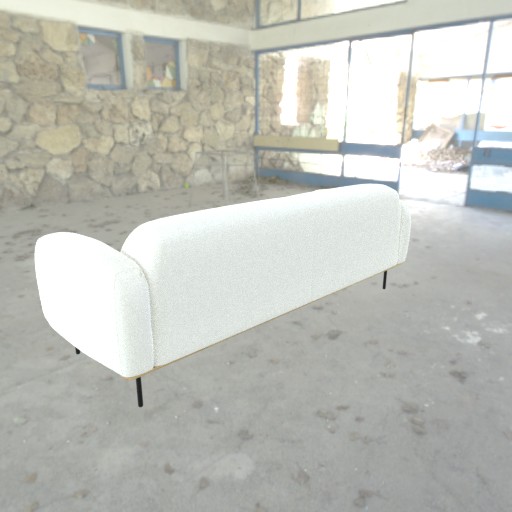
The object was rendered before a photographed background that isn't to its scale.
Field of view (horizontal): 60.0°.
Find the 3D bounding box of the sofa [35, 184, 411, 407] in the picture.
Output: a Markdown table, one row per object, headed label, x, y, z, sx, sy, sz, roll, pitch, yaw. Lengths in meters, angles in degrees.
| label | x | y | z | sx | sy | sz | roll | pitch | yaw |
| --- | --- | --- | --- | --- | --- | --- | --- | --- | --- |
| sofa | 0.000 | 0.000 | 2.641 | 2.280 | 0.780 | 0.870 | -16 | 23 | -42 |
